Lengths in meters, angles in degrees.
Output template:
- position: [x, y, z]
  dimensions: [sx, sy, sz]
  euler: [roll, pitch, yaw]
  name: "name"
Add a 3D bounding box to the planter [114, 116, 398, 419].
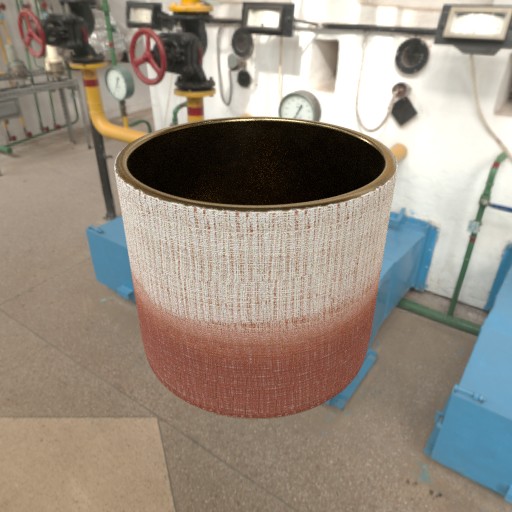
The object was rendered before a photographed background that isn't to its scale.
- position: [0.000, 0.000, 0.323]
  dimensions: [0.178, 0.157, 0.178]
  euler: [0, 32, 0]
  name: "planter"
